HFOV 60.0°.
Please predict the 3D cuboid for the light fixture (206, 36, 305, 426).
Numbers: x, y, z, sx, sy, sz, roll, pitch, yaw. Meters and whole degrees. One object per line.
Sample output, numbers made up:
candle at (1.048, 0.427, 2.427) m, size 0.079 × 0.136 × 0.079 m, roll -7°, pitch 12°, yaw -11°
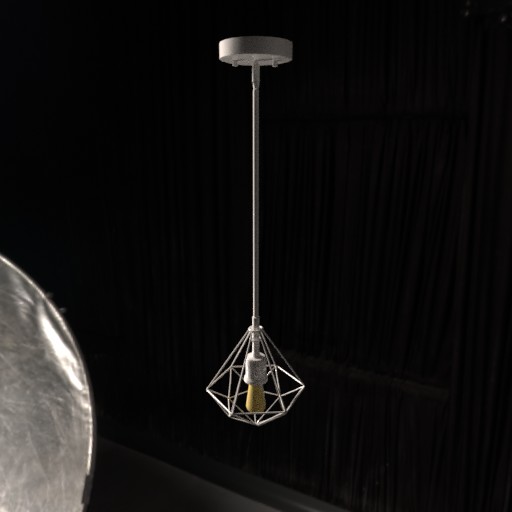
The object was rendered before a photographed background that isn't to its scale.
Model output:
light fixture at (0.000, 0.000, 2.012) m, size 0.431 × 1.764 × 0.487 m, roll 7°, pitch 17°, yaw 25°
